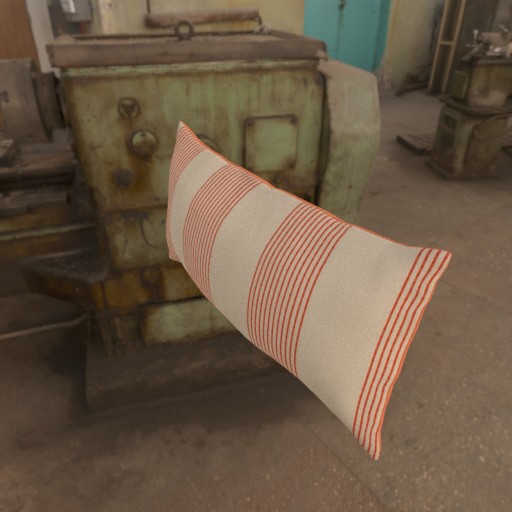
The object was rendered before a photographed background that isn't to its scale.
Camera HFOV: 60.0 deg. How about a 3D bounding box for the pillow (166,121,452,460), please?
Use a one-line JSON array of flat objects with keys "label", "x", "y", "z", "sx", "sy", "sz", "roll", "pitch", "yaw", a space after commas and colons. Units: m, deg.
[{"label": "pillow", "x": 0.000, "y": 0.000, "z": 0.712, "sx": 0.156, "sy": 0.292, "sz": 0.608, "roll": -20, "pitch": 36, "yaw": -29}]
